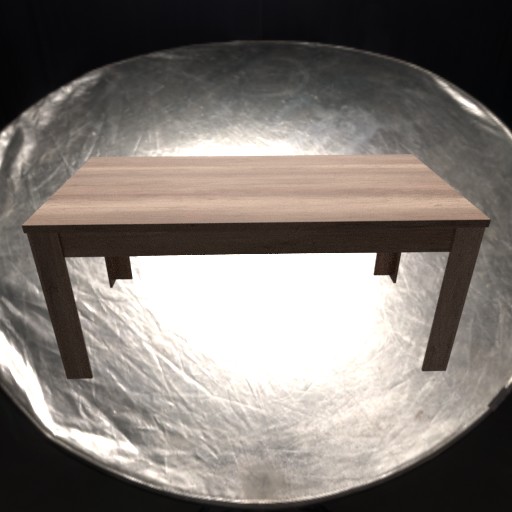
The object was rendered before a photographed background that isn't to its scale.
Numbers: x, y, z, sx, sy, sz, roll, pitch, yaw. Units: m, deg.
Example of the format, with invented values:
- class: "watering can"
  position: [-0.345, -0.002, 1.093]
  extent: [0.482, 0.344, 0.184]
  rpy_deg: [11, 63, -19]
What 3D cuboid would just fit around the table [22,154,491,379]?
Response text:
- class: "table"
  position: [0.000, 0.000, 2.283]
  extent: [1.800, 0.790, 0.900]
  rpy_deg: [-1, 29, -2]
